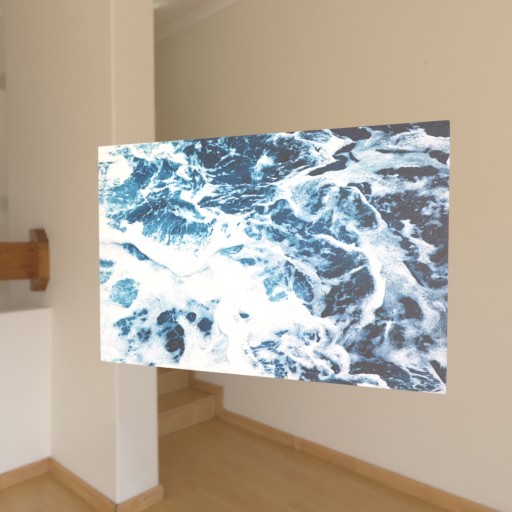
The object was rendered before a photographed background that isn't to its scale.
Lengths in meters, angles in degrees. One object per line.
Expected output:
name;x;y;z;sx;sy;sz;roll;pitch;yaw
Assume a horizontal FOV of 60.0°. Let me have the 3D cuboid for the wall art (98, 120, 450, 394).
wall art;0.000;0.000;0.767;0.609;0.407;0.043;1;2;17
